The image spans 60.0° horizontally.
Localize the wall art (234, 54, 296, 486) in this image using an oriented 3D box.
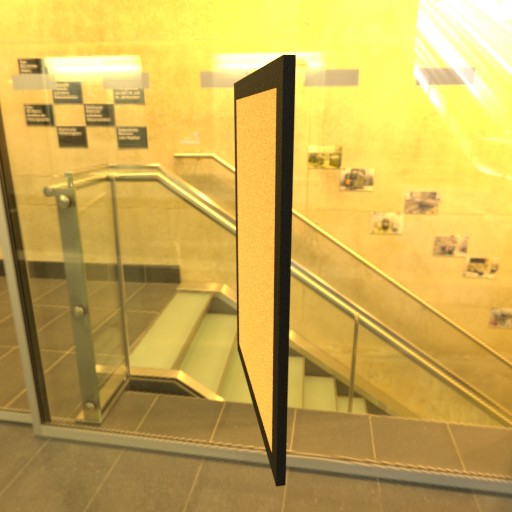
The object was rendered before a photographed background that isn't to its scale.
[{"bbox_3d":[0.000,0.000,0.599,0.011,0.459,0.326,-3,17,-10],"label":"wall art"}]
